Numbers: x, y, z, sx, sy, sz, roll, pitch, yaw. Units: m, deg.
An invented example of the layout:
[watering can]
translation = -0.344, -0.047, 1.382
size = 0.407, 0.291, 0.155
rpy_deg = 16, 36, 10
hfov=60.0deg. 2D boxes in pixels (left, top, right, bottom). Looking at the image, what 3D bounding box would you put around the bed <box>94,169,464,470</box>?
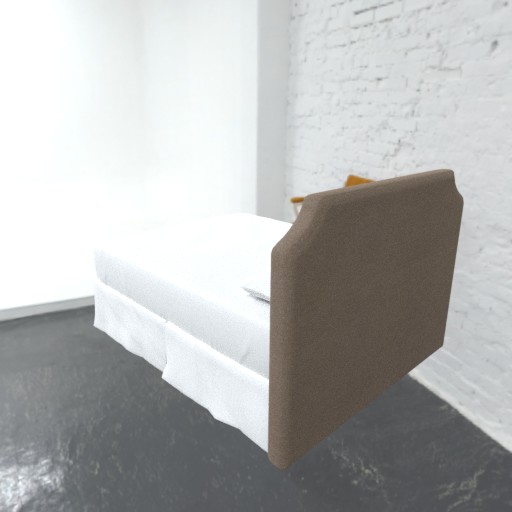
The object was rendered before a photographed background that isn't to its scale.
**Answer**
[bed]
translation = 0.000, 0.000, 3.128
size = 1.693, 1.290, 2.116
rpy_deg = -17, 24, -41
